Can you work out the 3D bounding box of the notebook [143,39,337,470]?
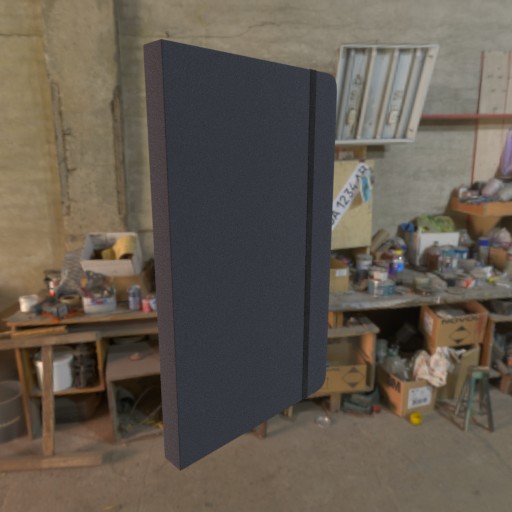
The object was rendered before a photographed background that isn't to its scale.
[{"bbox_3d":[0.000,0.000,0.260,0.127,0.213,0.016,-12,18,-43],"label":"notebook"}]
